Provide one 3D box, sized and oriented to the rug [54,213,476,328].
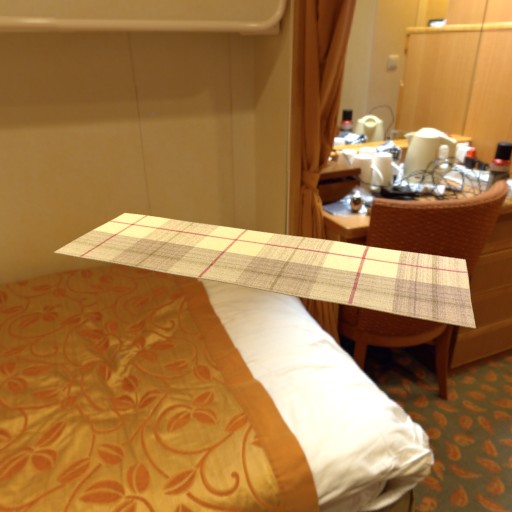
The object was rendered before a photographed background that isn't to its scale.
[{"bbox_3d":[0.000,0.000,2.749,2.439,0.013,0.762,9,27,18],"label":"rug"}]
